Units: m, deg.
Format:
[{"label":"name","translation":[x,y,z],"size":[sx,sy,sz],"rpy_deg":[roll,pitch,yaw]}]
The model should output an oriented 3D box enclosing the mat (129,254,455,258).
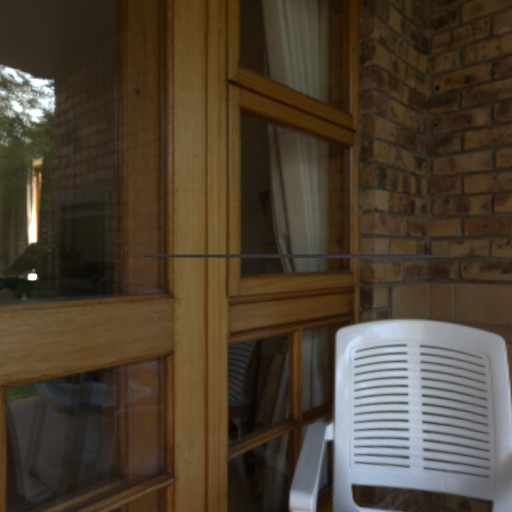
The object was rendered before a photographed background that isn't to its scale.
[{"label":"mat","translation":[0.000,0.000,1.890],"size":[1.524,0.013,0.913],"rpy_deg":[0,0,37]}]
